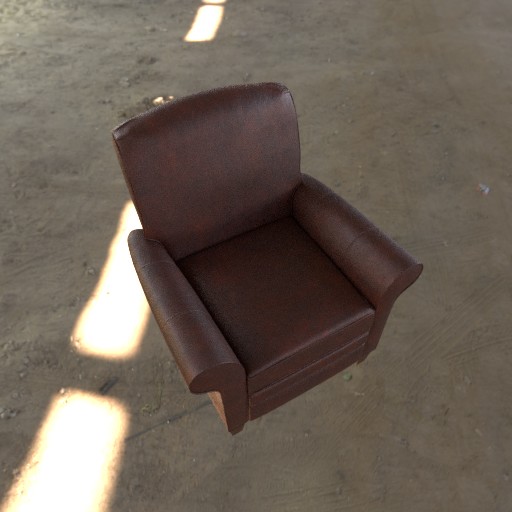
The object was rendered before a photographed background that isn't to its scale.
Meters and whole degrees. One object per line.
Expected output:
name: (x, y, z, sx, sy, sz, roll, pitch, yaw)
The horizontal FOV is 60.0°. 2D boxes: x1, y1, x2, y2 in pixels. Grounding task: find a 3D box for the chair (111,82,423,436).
chair: (0.000, 0.000, 1.828, 0.978, 1.061, 0.902, -23, 51, -20)
